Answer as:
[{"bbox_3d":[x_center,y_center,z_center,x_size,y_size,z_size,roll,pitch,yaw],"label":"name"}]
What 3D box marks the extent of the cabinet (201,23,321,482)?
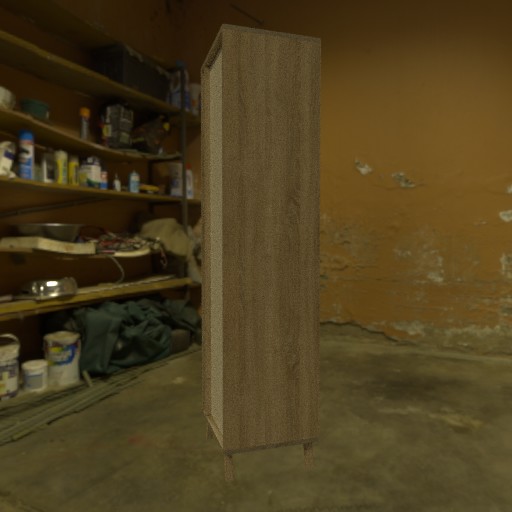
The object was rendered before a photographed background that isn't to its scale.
[{"bbox_3d":[0.000,0.000,2.190,0.450,1.960,0.510,-1,2,-17],"label":"cabinet"}]
